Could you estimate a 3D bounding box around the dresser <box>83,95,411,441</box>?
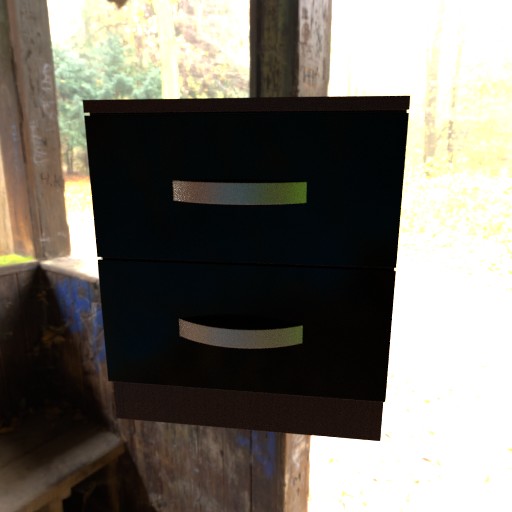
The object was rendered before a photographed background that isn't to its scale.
[{"bbox_3d":[0.000,0.000,0.738,0.400,0.470,0.360,2,14,8],"label":"dresser"}]
